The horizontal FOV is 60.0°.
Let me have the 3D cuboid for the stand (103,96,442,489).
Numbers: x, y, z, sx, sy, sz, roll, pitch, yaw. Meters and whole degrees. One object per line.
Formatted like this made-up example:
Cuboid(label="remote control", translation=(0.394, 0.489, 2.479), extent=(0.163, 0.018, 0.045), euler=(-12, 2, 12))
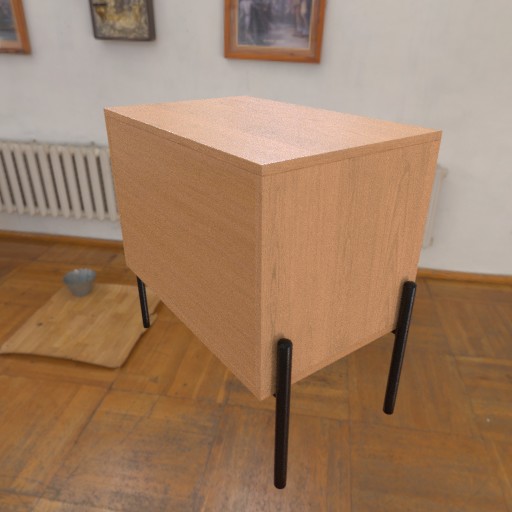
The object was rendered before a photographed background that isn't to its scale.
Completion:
Cuboid(label="stand", translation=(0.000, 0.000, 0.991), extent=(0.400, 0.600, 0.630), euler=(-18, 32, -31))
